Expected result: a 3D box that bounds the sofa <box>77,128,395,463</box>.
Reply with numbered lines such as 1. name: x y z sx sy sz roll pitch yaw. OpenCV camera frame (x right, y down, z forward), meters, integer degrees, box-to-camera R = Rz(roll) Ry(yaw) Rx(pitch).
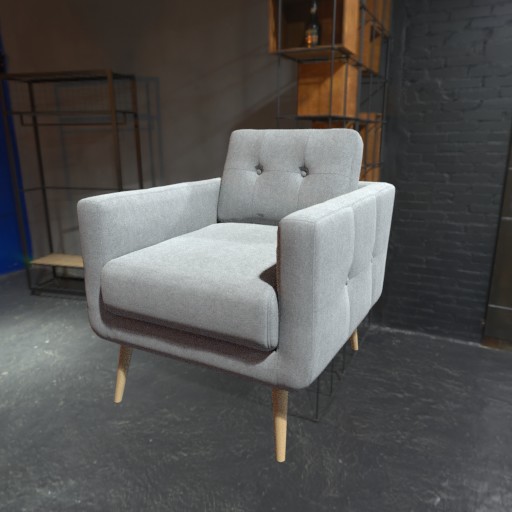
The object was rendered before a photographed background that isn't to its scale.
1. sofa: 0.000 0.000 1.546 0.770 0.860 0.920 8 17 27
